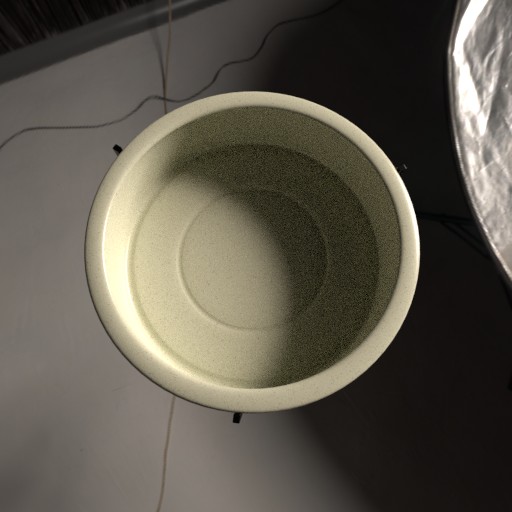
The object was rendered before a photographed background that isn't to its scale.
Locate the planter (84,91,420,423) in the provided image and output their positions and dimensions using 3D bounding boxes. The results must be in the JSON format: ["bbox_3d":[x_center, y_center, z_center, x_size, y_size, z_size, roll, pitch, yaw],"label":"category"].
[{"bbox_3d":[0.000,0.000,0.524,0.345,0.171,0.336,-25,76,-6],"label":"planter"}]
